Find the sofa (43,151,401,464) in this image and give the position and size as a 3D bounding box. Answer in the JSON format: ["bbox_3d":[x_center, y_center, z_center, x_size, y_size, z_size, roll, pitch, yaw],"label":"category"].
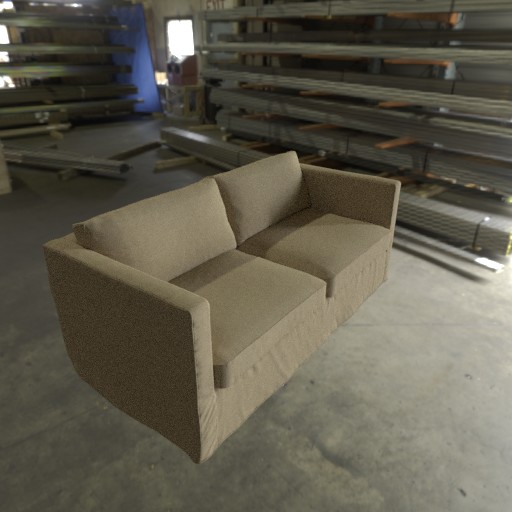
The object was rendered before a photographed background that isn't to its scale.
[{"bbox_3d":[0.000,0.000,2.520,0.962,0.835,1.959,18,31,33],"label":"sofa"}]
